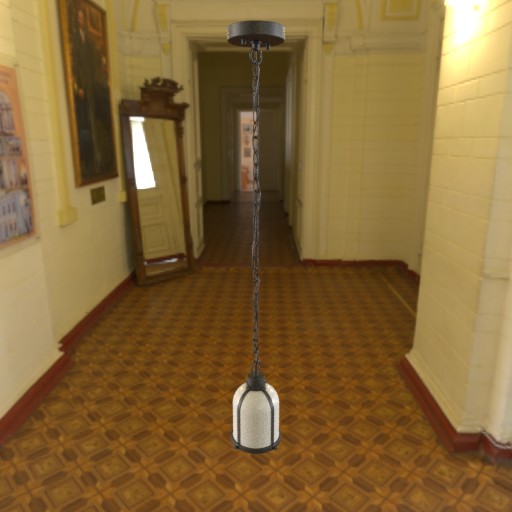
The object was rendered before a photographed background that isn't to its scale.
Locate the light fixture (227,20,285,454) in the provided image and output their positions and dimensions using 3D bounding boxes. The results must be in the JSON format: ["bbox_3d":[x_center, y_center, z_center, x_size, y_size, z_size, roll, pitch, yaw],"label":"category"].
[{"bbox_3d":[0.000,0.000,1.258,0.178,1.181,0.178,-13,19,-42],"label":"light fixture"}]
